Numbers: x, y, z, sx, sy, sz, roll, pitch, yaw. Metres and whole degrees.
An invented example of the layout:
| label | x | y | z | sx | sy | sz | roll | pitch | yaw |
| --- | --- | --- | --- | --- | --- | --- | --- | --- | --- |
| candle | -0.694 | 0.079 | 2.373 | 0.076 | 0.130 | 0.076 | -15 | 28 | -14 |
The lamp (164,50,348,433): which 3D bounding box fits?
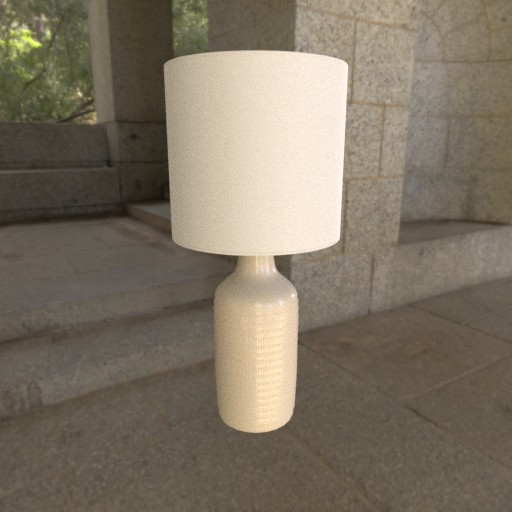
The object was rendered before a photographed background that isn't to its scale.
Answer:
| label | x | y | z | sx | sy | sz | roll | pitch | yaw |
| --- | --- | --- | --- | --- | --- | --- | --- | --- | --- |
| lamp | 0.000 | 0.000 | 0.601 | 0.220 | 0.475 | 0.220 | 8 | 16 | 27 |
